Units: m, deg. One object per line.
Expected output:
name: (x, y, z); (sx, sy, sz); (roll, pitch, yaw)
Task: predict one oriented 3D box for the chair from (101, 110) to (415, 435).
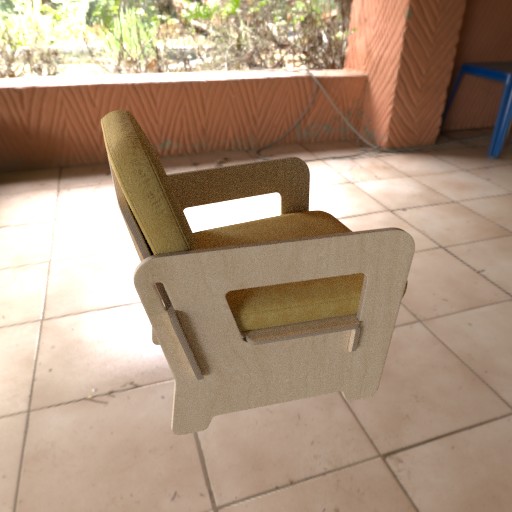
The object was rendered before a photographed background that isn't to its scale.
chair: (0.000, 0.000, 1.259); (0.710, 0.800, 0.590); (-10, 31, -17)
